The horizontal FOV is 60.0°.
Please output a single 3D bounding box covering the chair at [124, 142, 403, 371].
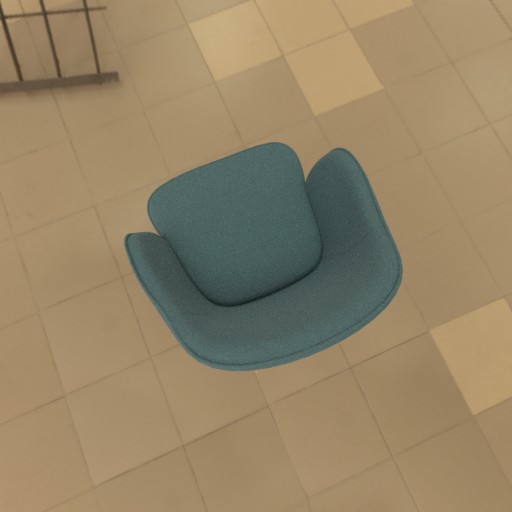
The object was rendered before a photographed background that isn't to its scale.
[{"bbox_3d":[0.000,0.000,1.205,0.570,0.815,0.585,-23,77,-6],"label":"chair"}]
